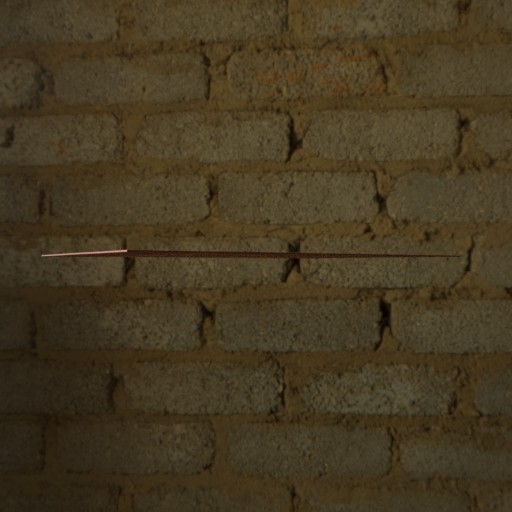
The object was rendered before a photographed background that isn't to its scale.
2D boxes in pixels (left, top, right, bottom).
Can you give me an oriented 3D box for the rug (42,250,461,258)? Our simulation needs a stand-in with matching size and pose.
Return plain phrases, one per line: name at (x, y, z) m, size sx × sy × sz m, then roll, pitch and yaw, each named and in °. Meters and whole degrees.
rug at (0.000, 0.000, 2.314) m, size 1.828 × 0.007 × 1.217 m, roll 1°, pitch -1°, yaw -36°
